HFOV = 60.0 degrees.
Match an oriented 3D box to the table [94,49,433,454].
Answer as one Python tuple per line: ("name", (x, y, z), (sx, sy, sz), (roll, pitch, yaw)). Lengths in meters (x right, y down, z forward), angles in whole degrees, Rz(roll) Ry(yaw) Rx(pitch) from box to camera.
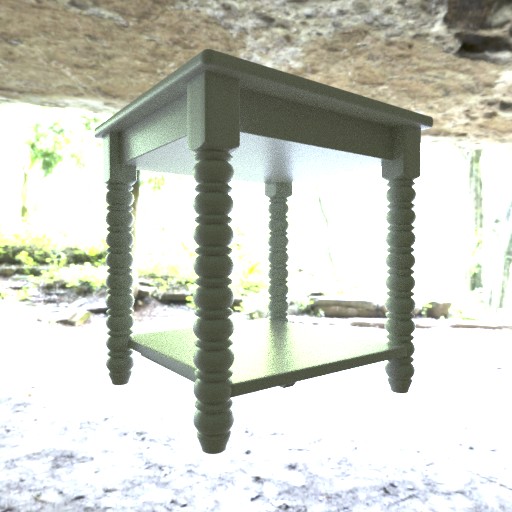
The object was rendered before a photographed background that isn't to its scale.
("table", (0.000, 0.000, 0.945), (0.533, 0.563, 0.500), (-1, 1, -36))
